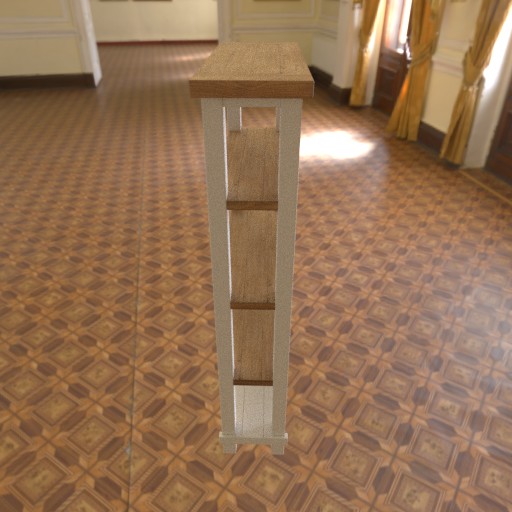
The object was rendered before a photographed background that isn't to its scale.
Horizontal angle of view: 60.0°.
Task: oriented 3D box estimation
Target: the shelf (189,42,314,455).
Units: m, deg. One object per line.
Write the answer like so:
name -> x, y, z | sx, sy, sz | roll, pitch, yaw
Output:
shelf -> 0.000, 0.000, 2.269 | 0.381, 1.878, 1.022 | 1, 32, 1
